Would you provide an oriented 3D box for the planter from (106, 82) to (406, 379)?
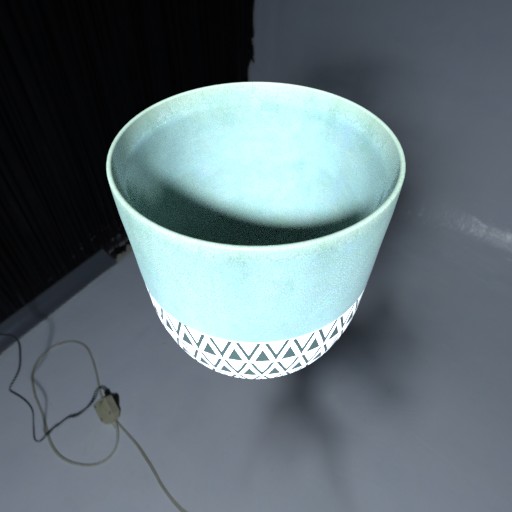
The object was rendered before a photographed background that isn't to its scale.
[{"bbox_3d":[0.000,0.000,0.377,0.198,0.214,0.198,0,46,0],"label":"planter"}]
